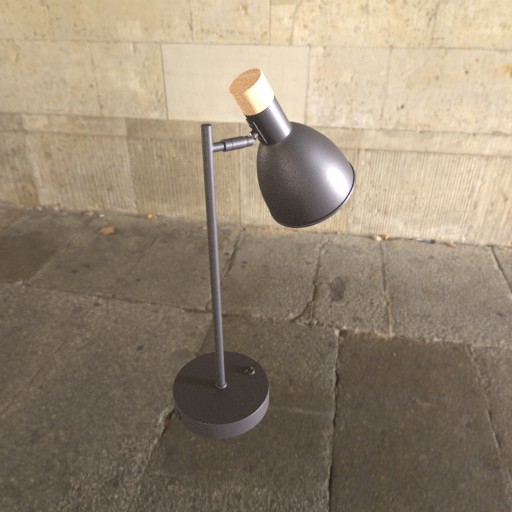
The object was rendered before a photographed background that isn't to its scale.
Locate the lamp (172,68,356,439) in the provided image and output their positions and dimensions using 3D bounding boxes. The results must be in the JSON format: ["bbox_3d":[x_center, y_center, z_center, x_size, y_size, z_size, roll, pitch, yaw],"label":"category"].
[{"bbox_3d":[0.000,0.000,0.614,0.287,0.483,0.152,-19,36,-28],"label":"lamp"}]
